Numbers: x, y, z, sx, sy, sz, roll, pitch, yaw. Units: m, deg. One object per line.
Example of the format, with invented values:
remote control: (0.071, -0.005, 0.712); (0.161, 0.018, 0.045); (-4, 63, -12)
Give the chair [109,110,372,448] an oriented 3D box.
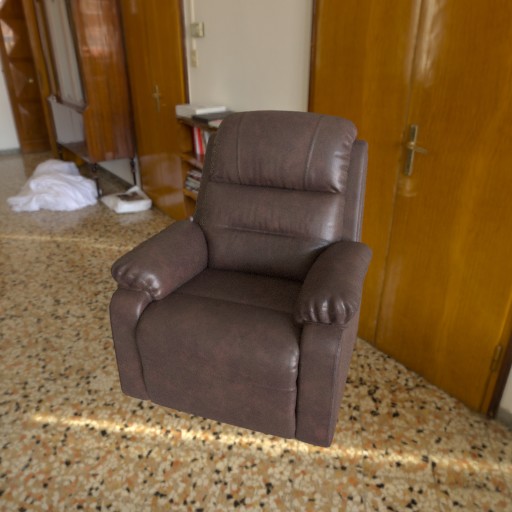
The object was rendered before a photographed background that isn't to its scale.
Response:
chair: (0.000, 0.000, 1.716); (0.855, 0.992, 0.919); (8, 27, 17)
